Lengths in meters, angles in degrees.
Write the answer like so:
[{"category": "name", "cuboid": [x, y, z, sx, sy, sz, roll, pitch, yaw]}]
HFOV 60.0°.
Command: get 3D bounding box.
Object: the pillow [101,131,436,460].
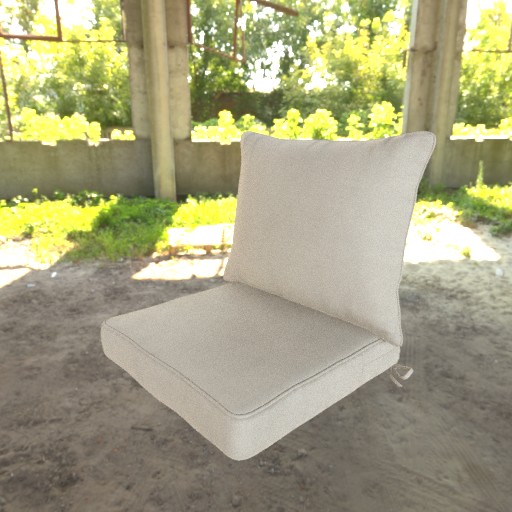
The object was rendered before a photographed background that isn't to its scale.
[{"category": "pillow", "cuboid": [0.000, 0.000, 1.320, 0.733, 0.716, 0.798, -14, 21, -41]}]
